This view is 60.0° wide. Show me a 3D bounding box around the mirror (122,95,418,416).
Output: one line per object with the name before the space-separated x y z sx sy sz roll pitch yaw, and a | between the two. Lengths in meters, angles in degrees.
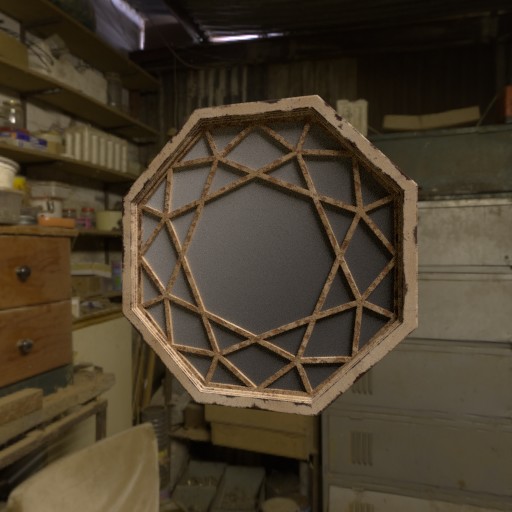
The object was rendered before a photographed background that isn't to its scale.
mirror | 0.000 0.000 0.947 0.648 0.648 0.031 0 0 18
